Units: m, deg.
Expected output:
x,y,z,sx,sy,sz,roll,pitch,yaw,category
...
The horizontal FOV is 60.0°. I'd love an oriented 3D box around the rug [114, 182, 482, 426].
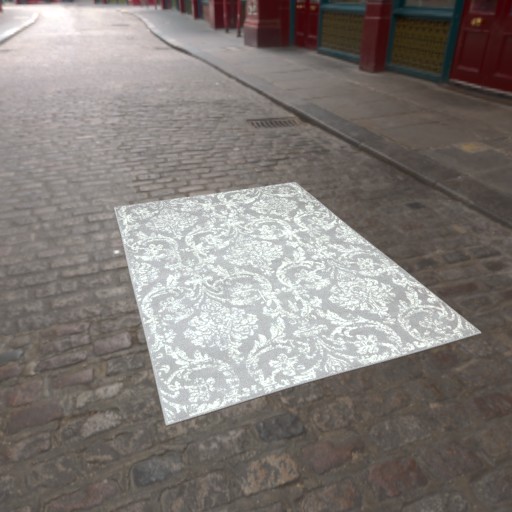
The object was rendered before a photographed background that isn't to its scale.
x,y,z,sx,sy,sz,roll,pitch,yaw,category
0.000,0.000,2.858,1.578,0.014,2.206,-11,32,-18,rug
